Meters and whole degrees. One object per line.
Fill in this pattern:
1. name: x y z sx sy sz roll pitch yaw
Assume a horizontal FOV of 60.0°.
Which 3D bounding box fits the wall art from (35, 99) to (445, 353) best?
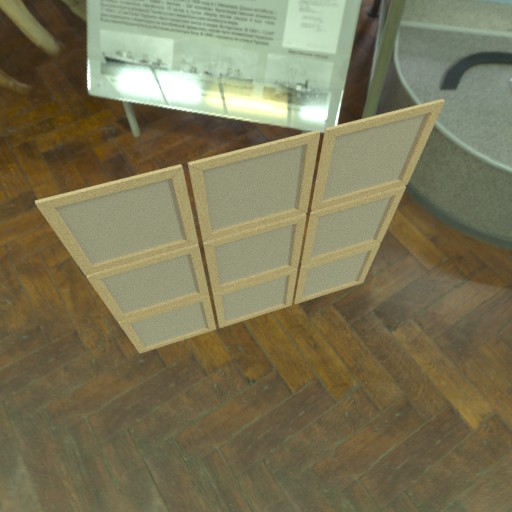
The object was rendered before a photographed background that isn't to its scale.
1. wall art: 0.000 0.000 2.214 1.519 1.507 0.014 -16 61 -10
